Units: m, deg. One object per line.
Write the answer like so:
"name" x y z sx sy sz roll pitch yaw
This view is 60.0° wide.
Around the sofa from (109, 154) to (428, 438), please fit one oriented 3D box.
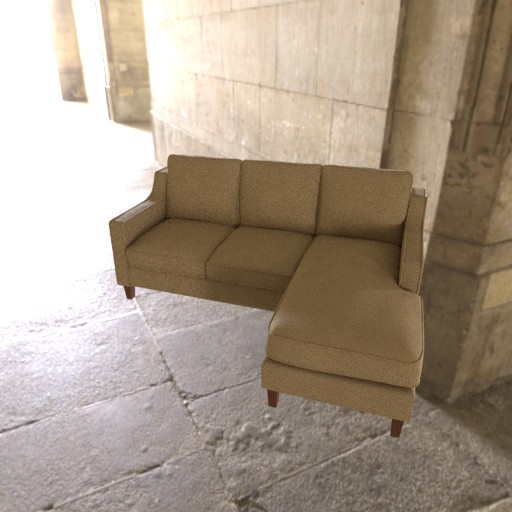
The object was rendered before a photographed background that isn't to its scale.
"sofa" 0.000 0.000 3.208 2.317 1.066 1.858 8 27 17
